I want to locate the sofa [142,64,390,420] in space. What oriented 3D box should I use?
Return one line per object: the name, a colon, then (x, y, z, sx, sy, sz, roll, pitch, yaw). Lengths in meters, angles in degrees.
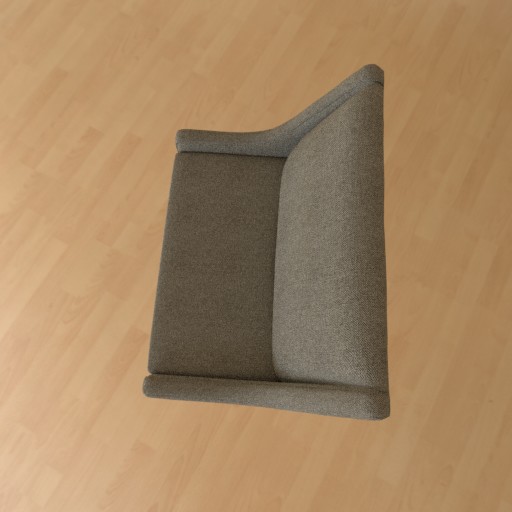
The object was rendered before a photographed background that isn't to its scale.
sofa: (0.000, 0.000, 1.917, 0.870, 1.021, 1.242, 4, 74, 1)
